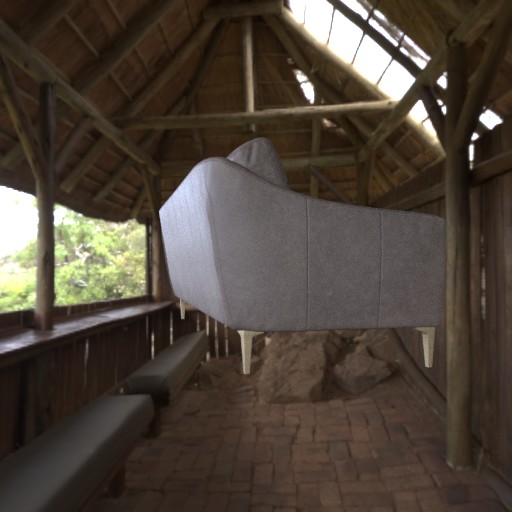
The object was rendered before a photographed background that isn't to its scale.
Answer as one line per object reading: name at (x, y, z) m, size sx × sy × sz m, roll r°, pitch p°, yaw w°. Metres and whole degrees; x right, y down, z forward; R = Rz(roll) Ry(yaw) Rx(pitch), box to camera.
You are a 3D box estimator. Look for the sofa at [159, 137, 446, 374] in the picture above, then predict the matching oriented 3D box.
sofa at (0.000, 0.000, 2.551) m, size 0.960 × 0.902 × 2.036 m, roll 0°, pitch -1°, yaw -17°
